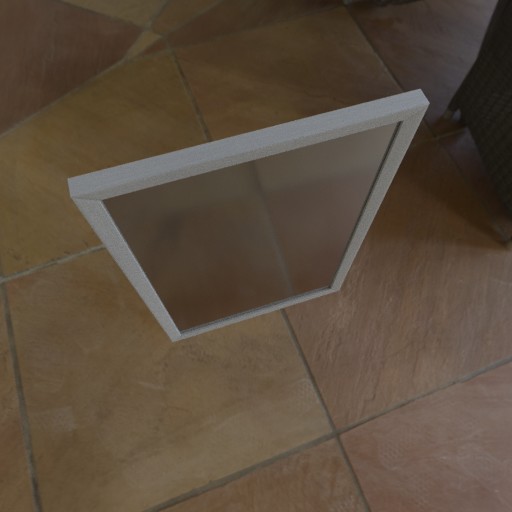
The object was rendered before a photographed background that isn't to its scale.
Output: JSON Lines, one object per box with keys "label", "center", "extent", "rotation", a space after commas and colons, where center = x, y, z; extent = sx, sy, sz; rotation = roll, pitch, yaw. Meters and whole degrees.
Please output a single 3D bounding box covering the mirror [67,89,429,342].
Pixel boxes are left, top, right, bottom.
{"label": "mirror", "center": [0.000, 0.000, 1.138], "extent": [0.609, 0.915, 0.040], "rotation": [-16, 66, -7]}
